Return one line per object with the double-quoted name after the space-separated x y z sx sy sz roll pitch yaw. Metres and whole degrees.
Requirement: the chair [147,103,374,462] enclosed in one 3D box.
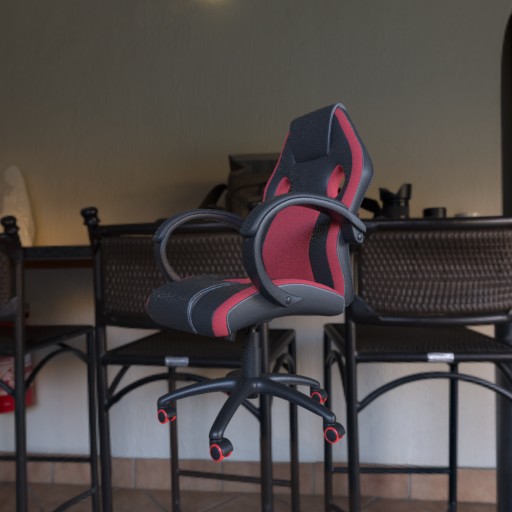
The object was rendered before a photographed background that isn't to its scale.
0.000 0.000 1.613 0.724 1.187 0.673 0 0 -37 "chair"
